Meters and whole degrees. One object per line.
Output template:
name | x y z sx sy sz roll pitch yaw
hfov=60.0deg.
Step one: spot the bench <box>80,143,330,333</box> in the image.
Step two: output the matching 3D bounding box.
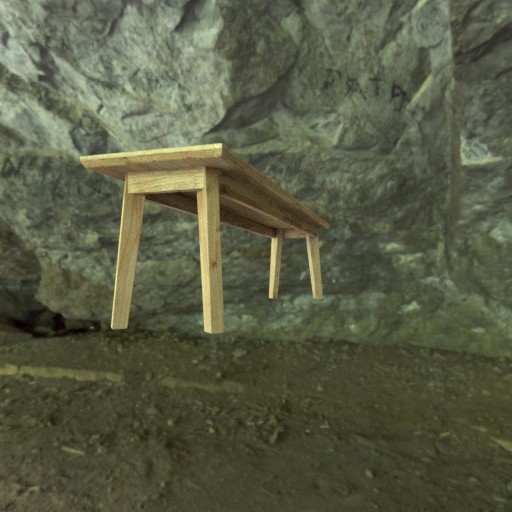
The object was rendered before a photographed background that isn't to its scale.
bench | 0.000 0.000 1.836 0.378 0.431 1.698 -1 -2 17
